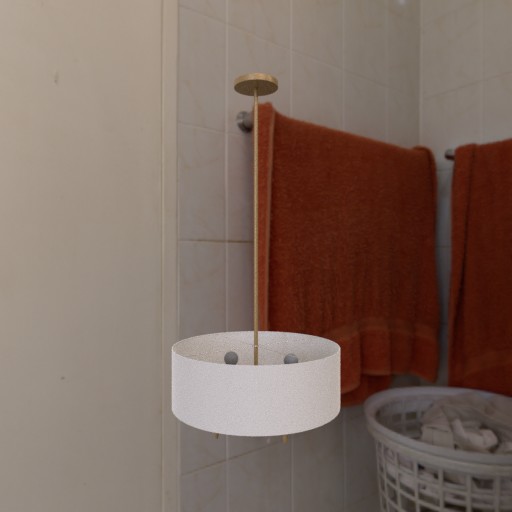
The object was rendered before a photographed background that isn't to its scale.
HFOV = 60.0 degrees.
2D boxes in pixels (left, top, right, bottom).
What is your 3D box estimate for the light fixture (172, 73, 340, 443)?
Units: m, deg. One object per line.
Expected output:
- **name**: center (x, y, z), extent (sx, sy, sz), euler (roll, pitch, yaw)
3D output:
- **light fixture**: center (0.000, 0.000, 1.360), extent (0.508, 1.067, 0.508), euler (0, 0, 0)
